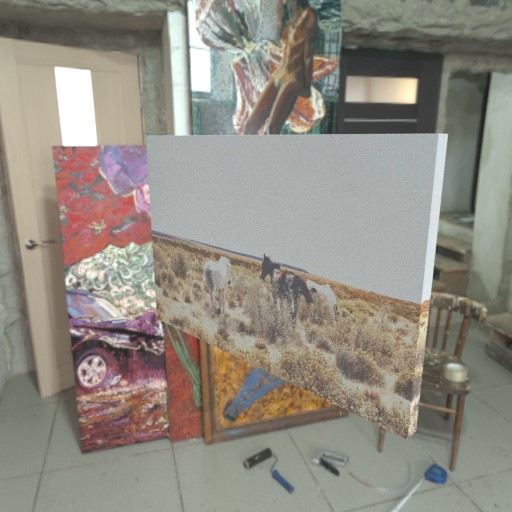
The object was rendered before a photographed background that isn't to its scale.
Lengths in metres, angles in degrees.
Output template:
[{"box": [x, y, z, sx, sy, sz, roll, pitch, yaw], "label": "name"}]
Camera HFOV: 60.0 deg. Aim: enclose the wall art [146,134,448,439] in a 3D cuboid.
[{"box": [0.000, 0.000, 1.446, 1.138, 0.761, 0.051, 14, 20, 42], "label": "wall art"}]
